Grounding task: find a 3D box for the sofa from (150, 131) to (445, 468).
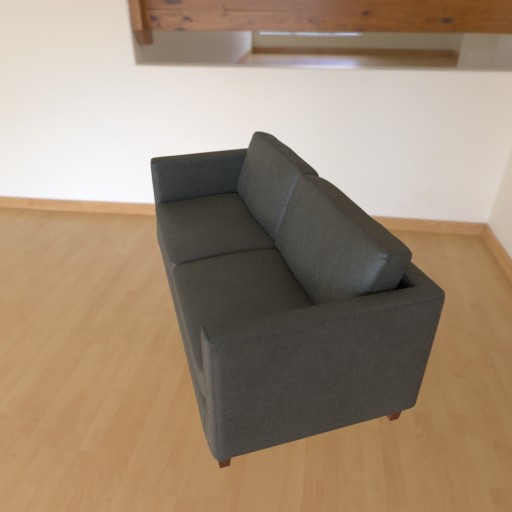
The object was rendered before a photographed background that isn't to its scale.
[{"bbox_3d":[0.000,0.000,2.436,0.951,0.933,1.883,-9,33,-14],"label":"sofa"}]
